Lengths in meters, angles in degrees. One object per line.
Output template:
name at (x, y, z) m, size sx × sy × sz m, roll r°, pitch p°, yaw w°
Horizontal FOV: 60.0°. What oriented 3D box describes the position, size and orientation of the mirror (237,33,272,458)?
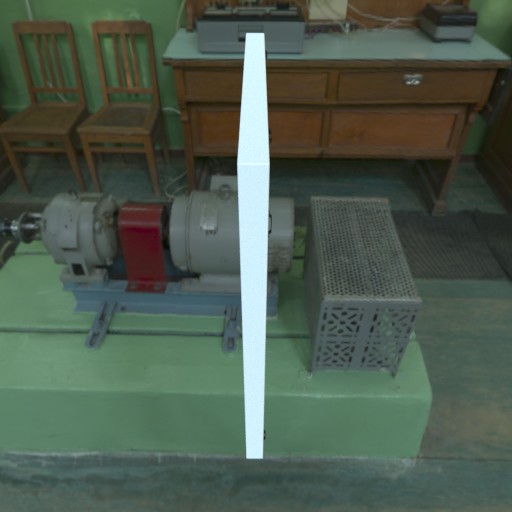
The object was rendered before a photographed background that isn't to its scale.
mirror at (0.000, 0.000, 0.906) m, size 0.040 × 0.710 × 0.507 m, roll 0°, pitch 41°, yaw 0°
